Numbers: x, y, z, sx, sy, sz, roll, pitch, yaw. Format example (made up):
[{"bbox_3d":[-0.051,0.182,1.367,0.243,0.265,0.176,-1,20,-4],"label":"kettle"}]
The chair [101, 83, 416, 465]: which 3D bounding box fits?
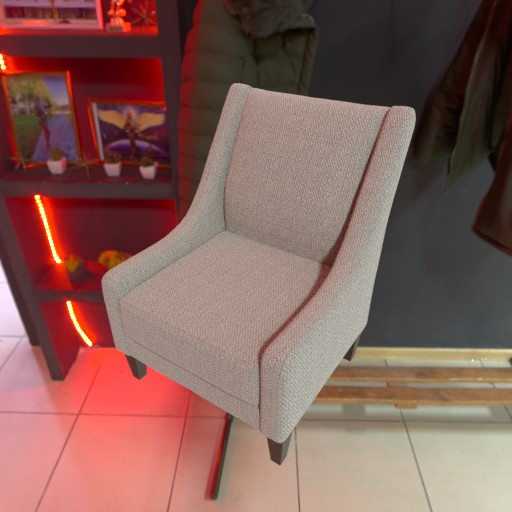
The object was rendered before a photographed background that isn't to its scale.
[{"bbox_3d":[0.000,0.000,1.636,0.774,1.014,0.870,20,37,28],"label":"chair"}]
